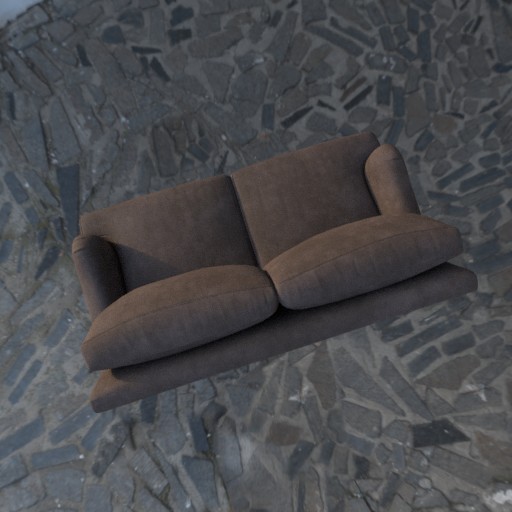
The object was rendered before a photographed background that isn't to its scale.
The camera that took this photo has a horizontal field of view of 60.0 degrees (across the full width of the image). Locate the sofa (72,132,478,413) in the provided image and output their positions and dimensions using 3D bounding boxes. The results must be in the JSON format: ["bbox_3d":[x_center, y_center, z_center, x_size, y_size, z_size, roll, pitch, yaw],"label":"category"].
[{"bbox_3d":[0.000,0.000,2.465,1.853,1.101,1.084,-17,78,-4],"label":"sofa"}]
